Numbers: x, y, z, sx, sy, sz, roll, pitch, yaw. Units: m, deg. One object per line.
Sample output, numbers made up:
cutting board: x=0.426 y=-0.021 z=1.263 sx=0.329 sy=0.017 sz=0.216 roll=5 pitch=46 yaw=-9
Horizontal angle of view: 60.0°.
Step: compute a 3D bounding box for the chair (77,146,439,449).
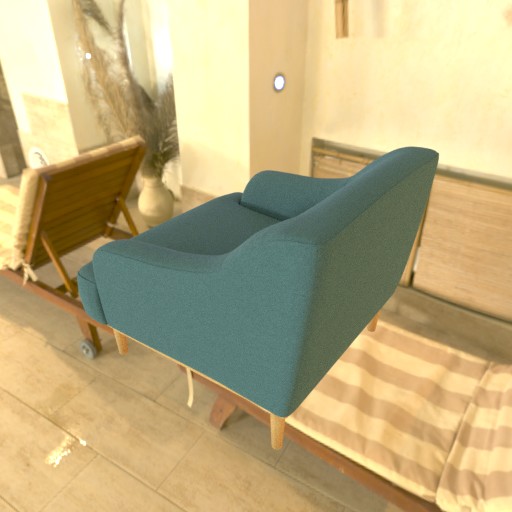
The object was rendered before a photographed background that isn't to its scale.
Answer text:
chair: x=0.000 y=0.000 z=1.636 sx=0.951 sy=0.818 sz=0.946 roll=21 pitch=37 yaw=31
